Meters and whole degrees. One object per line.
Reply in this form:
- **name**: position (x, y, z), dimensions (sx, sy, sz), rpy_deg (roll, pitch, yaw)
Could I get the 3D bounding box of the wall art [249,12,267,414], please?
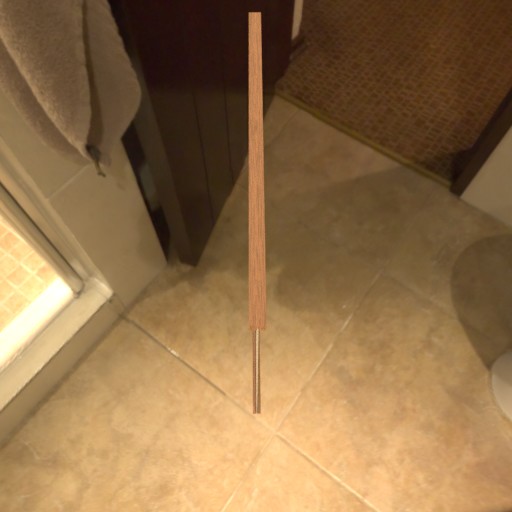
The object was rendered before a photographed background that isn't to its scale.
- **wall art**: position (0.000, 0.000, 1.316), dimensions (0.028, 1.016, 0.765), rpy_deg (0, 63, 0)
